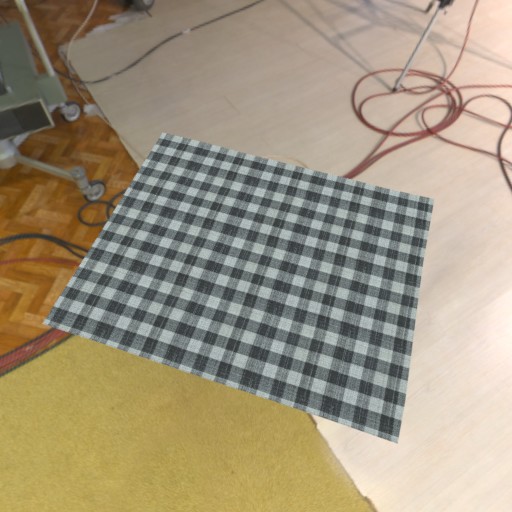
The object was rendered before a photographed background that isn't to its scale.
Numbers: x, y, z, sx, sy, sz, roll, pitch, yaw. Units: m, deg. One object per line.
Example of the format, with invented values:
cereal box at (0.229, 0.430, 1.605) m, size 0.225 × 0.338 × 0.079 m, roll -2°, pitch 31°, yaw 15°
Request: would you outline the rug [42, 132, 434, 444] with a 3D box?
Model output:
rug at (0.000, 0.000, 4.120) m, size 3.021 × 0.013 × 2.432 m, roll 16°, pitch 60°, yaw 10°
